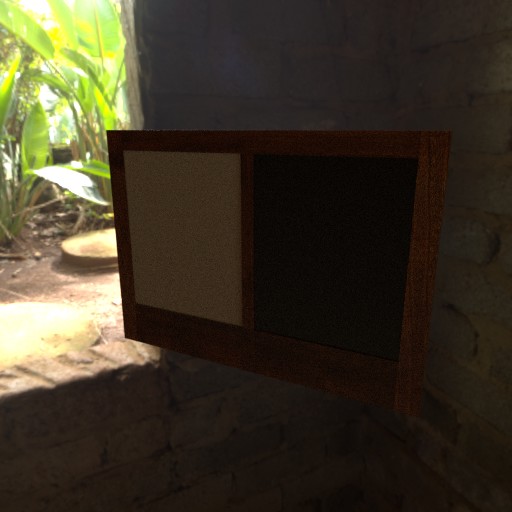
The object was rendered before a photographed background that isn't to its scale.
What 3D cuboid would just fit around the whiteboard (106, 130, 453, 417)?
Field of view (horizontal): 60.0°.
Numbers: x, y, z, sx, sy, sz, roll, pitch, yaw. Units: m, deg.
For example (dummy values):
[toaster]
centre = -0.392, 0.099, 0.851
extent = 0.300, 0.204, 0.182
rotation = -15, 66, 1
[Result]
[whiteboard]
centre = 0.000, 0.000, 1.012
extent = 0.768, 0.553, 0.083
rotation = 8, 18, 26
